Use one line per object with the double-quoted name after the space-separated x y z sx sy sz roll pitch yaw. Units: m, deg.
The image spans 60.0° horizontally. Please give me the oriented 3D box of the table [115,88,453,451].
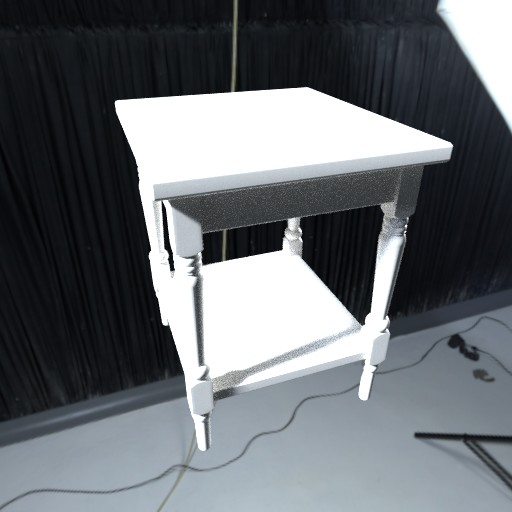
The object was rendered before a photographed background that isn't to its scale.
0.000 0.000 0.926 0.442 0.565 0.488 -11 32 -17 "table"
